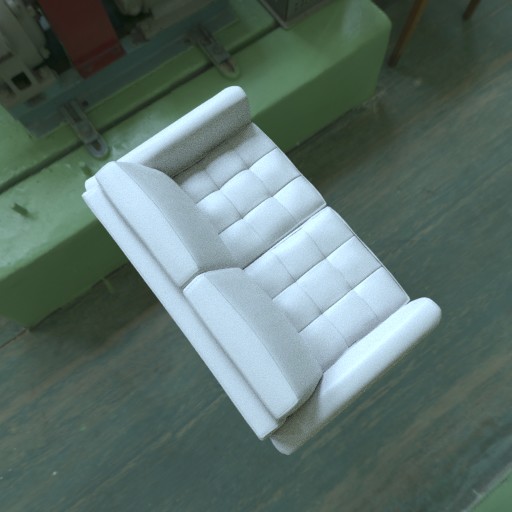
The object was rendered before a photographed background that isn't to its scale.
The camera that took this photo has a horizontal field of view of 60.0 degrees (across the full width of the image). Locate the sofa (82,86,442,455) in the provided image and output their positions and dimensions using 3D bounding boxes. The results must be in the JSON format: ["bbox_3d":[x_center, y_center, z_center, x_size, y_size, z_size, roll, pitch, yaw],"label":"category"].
[{"bbox_3d":[0.000,0.000,2.495,1.121,0.930,1.819,-37,77,-10],"label":"sofa"}]
